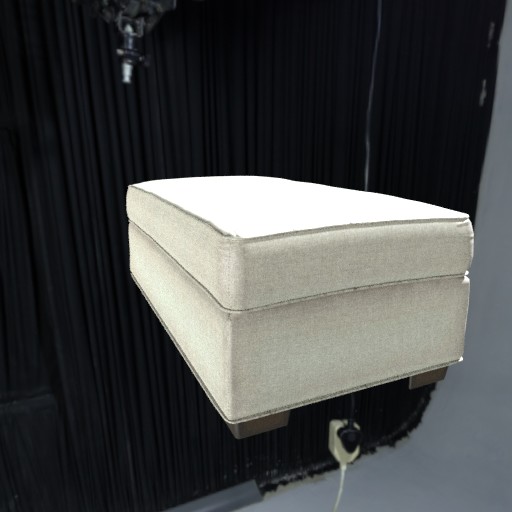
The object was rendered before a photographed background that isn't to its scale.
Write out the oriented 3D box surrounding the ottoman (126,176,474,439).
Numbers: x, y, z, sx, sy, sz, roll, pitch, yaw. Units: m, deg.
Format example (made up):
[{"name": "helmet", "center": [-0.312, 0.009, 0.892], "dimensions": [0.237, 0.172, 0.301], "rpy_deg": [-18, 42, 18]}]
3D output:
[{"name": "ottoman", "center": [0.000, 0.000, 1.383], "dimensions": [0.617, 0.448, 1.097], "rpy_deg": [-6, 16, -24]}]
